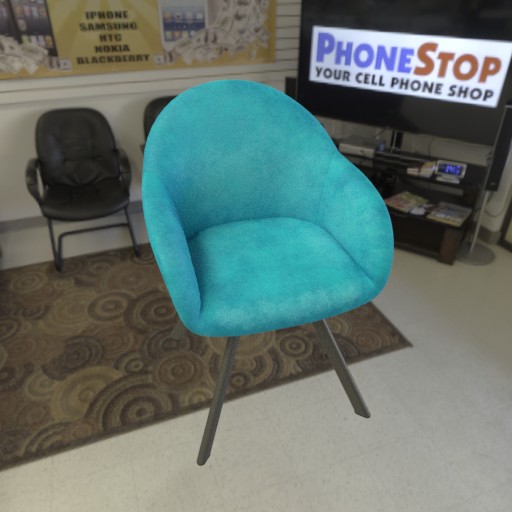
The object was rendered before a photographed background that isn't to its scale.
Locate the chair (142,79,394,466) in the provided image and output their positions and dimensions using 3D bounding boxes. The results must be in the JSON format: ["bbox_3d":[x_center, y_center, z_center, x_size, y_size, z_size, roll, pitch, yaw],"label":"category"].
[{"bbox_3d":[0.000,0.000,1.189,0.550,0.795,0.590,-10,34,-15],"label":"chair"}]
